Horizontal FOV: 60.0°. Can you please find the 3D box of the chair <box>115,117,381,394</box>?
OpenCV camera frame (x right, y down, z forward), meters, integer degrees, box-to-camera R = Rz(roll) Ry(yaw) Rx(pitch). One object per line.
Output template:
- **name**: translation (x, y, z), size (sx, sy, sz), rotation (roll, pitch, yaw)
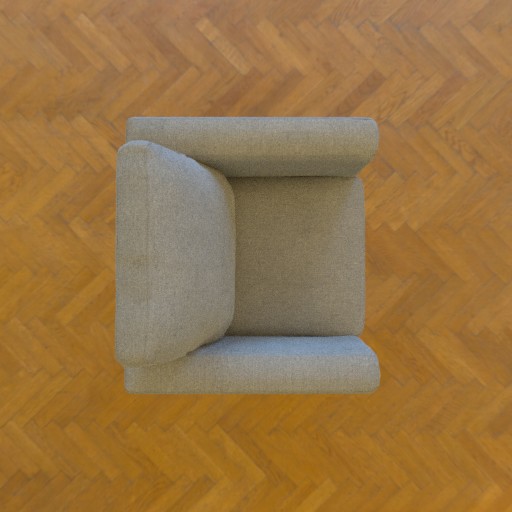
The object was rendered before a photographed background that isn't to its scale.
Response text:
- **chair**: translation (0.000, 0.000, 1.574), size (0.800, 0.927, 0.855), rotation (0, 89, 0)
